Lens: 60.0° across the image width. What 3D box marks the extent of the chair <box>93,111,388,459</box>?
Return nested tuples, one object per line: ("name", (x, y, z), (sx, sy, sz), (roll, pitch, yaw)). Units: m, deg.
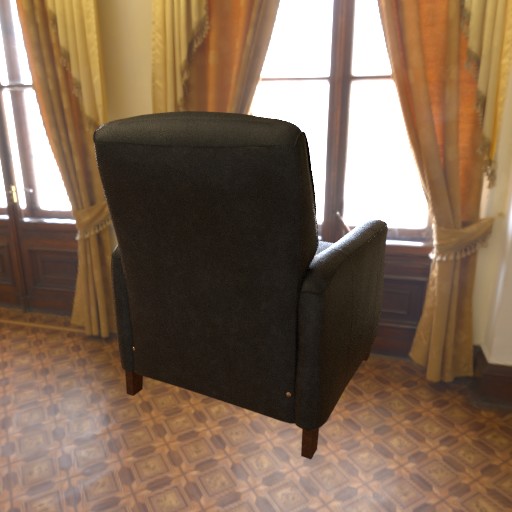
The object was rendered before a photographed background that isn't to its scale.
("chair", (0.000, 0.000, 1.666), (0.848, 1.014, 0.864), (8, 18, 27))
